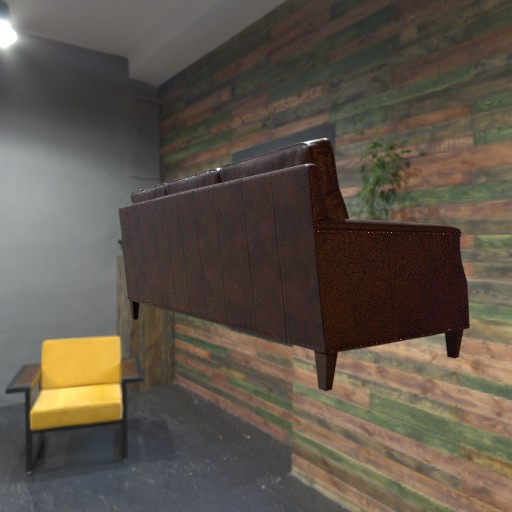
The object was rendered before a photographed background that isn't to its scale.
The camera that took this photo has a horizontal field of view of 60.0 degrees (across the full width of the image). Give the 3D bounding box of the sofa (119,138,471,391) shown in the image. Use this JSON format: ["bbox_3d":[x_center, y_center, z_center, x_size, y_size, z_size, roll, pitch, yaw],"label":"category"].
[{"bbox_3d":[0.000,0.000,2.811,1.084,1.003,2.240,-1,1,-35],"label":"sofa"}]
